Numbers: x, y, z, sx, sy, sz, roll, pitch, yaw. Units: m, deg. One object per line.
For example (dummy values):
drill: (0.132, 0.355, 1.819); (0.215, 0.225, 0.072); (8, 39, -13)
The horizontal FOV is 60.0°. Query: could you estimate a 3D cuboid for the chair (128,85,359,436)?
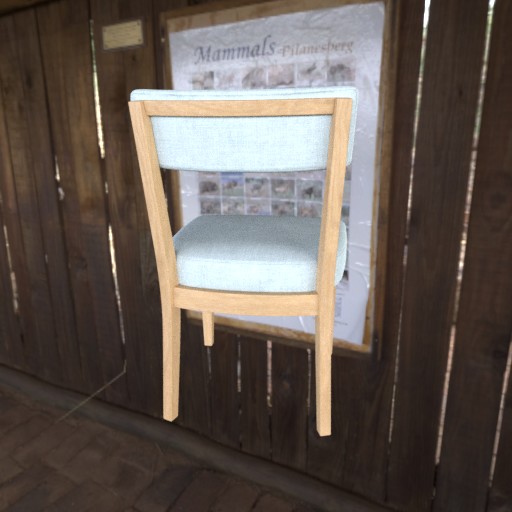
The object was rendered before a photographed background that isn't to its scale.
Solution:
chair: (0.000, 0.000, 1.231); (0.508, 0.832, 0.572); (2, 15, 9)
